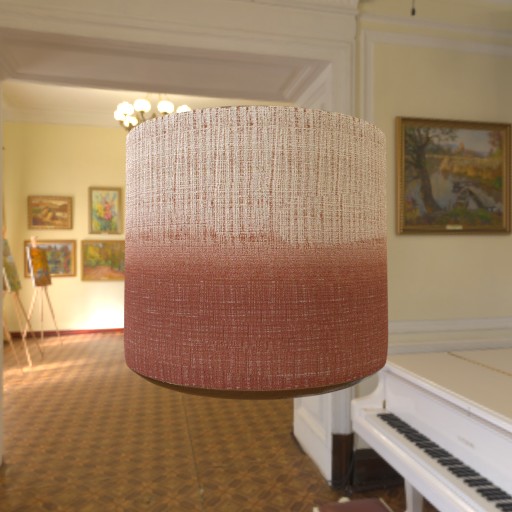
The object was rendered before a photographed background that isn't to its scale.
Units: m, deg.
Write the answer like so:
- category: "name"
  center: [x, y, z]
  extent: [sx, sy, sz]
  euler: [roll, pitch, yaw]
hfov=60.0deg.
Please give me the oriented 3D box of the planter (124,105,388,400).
- category: "planter"
  center: [0.000, 0.000, 0.443]
  extent: [0.254, 0.221, 0.254]
  euler: [0, 0, 0]
